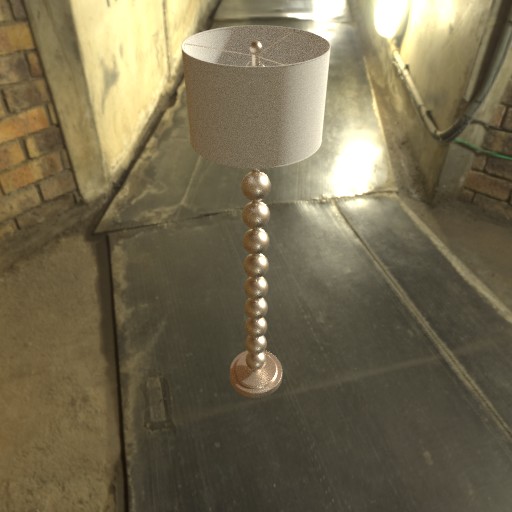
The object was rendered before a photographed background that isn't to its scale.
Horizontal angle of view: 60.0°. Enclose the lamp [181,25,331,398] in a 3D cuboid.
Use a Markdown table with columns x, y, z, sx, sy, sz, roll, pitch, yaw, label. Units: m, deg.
| x | y | z | sx | sy | sz | roll | pitch | yaw | label |
| --- | --- | --- | --- | --- | --- | --- | --- | --- | --- |
| 0.000 | 0.000 | 1.638 | 0.394 | 1.474 | 0.394 | 25 | 46 | 27 | lamp |
